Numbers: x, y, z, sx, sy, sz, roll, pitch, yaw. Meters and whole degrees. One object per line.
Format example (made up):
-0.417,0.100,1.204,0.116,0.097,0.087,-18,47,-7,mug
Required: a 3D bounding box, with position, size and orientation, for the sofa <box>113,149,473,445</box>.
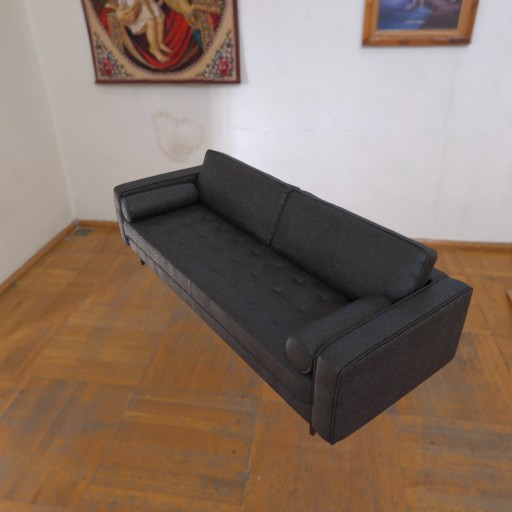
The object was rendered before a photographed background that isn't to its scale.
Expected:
0.000,0.000,2.637,0.914,0.762,2.210,-21,37,-31,sofa
